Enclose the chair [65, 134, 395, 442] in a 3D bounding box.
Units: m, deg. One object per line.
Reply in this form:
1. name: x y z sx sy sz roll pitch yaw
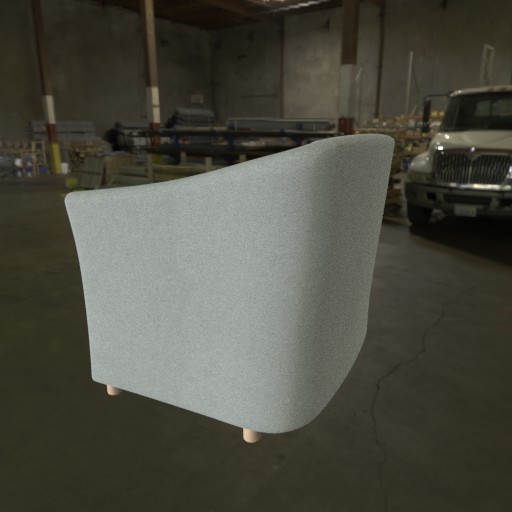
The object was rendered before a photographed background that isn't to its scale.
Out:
1. chair: 0.000 0.000 1.351 0.700 0.720 0.790 8 18 25
